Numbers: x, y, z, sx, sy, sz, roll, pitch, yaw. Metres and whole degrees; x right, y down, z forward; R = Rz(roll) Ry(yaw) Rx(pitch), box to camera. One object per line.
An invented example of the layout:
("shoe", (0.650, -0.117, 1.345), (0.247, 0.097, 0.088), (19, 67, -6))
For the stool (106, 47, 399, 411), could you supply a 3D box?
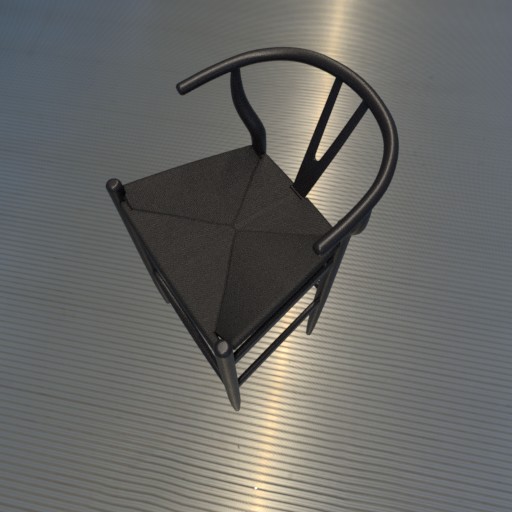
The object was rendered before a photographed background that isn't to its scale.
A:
("stool", (0.000, 0.000, 1.369), (0.579, 1.072, 0.569), (-32, 67, -15))
